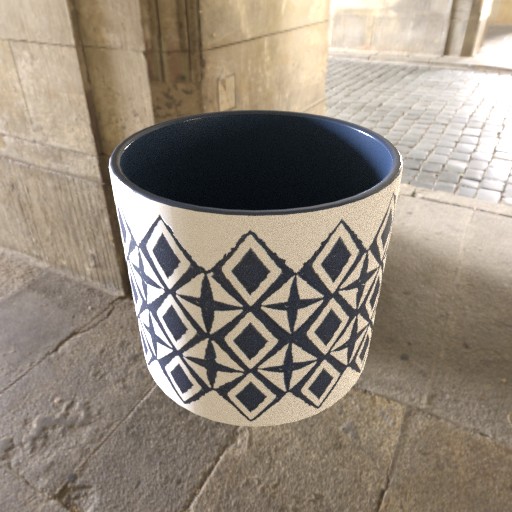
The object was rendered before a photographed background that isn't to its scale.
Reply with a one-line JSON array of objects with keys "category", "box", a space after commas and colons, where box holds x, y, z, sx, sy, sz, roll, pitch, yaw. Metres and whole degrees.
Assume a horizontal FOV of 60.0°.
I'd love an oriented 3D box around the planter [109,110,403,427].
[{"category": "planter", "box": [0.000, 0.000, 0.286, 0.159, 0.144, 0.159, 0, 33, 0]}]
